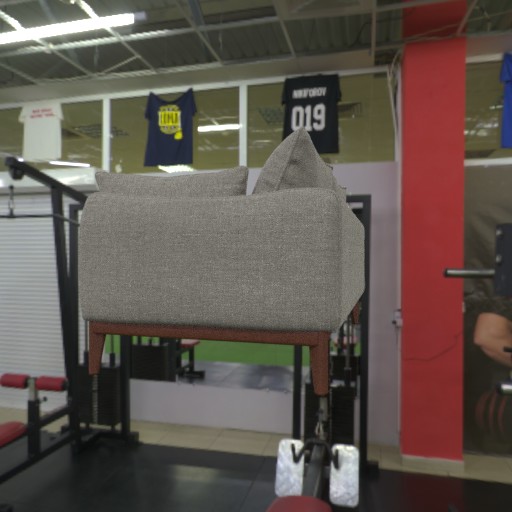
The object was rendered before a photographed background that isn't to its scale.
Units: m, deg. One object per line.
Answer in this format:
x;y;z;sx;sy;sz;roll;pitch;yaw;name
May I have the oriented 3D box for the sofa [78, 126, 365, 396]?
0.000;0.000;2.173;0.972;0.851;1.580;0;0;17;sofa
